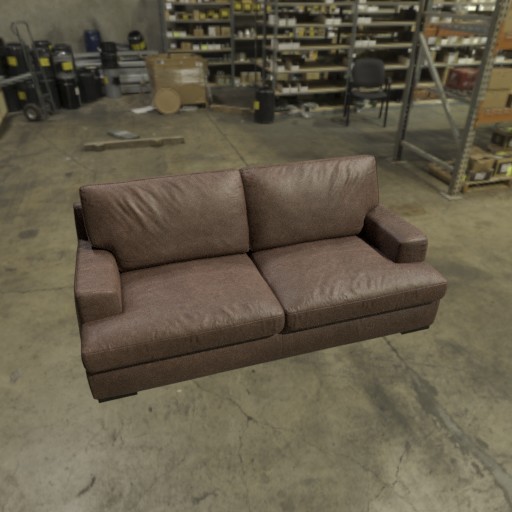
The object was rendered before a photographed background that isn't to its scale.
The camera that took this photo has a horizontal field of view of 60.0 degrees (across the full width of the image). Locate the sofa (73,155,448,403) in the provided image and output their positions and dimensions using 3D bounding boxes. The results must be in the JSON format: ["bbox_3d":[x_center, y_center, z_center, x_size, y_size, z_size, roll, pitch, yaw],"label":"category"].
[{"bbox_3d":[0.000,0.000,2.892,2.261,0.941,1.143,-9,33,-14],"label":"sofa"}]
